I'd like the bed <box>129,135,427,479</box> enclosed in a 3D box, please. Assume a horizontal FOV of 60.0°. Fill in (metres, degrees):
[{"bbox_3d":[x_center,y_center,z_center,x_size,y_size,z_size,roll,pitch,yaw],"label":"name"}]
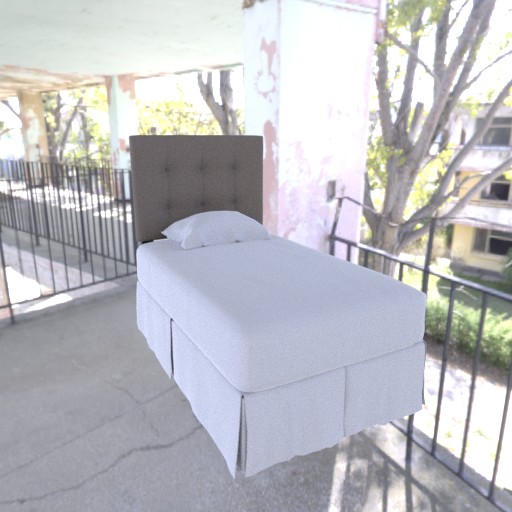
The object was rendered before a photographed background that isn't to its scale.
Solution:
[{"bbox_3d":[0.000,0.000,2.967,1.261,1.571,1.997,-8,17,-27],"label":"bed"}]
